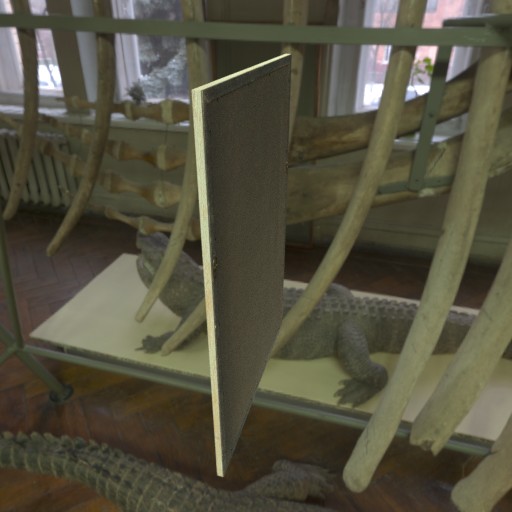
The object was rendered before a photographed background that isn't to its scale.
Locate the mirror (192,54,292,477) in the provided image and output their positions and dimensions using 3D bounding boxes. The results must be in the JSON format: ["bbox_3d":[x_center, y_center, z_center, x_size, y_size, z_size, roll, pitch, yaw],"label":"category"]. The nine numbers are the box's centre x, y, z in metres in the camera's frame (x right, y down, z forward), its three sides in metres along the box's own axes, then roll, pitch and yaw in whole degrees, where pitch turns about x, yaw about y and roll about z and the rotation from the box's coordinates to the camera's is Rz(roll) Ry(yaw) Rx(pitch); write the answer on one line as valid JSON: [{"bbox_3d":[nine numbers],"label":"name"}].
[{"bbox_3d":[0.000,0.000,1.261,0.025,0.996,0.705,8,30,14],"label":"mirror"}]
